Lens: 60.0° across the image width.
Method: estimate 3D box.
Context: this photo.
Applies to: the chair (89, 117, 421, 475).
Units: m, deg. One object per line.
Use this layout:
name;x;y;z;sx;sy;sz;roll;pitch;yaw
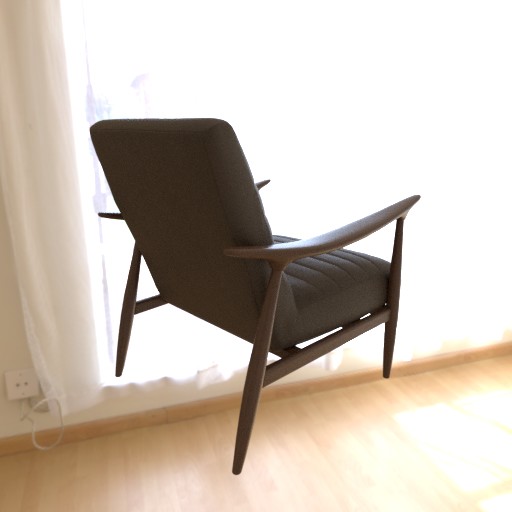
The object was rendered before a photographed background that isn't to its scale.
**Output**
chair;0.000;0.000;1.417;0.798;0.831;0.741;-14;21;-42
